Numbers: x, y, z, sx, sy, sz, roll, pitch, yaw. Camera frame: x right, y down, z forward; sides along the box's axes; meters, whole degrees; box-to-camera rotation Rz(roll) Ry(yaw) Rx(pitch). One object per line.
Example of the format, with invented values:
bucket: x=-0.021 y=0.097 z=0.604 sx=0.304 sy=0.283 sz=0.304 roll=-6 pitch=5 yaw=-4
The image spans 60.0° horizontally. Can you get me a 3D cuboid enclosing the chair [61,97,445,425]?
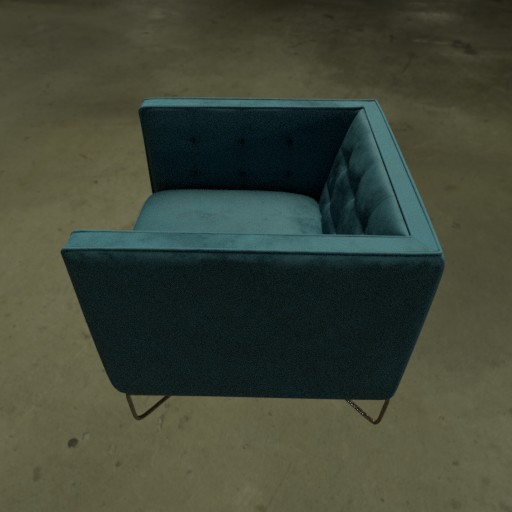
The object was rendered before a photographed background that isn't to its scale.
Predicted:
chair: x=0.000 y=0.000 z=1.552 sx=0.894 sy=0.790 sz=0.880 roll=1 pitch=42 yaw=1
